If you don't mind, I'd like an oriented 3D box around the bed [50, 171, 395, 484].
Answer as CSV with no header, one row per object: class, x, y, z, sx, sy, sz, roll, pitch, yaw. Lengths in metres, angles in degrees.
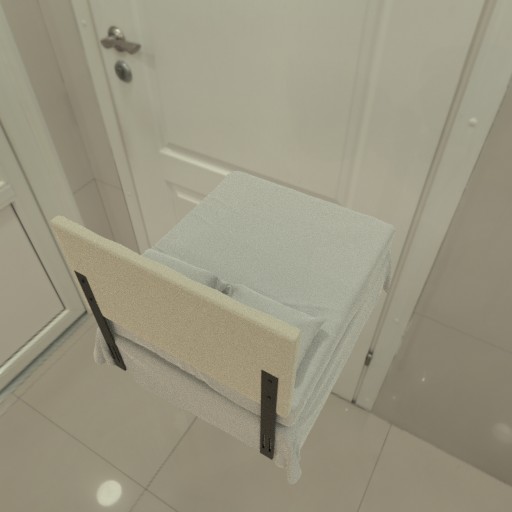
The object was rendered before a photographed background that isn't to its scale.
bed,0.000,0.000,3.478,1.936,1.577,2.222,23,51,21
